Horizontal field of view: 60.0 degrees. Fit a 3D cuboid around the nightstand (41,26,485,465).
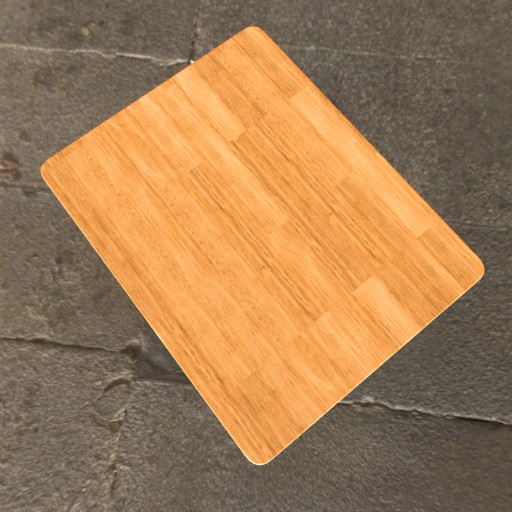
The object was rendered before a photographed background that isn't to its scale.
[{"bbox_3d":[0.000,0.000,0.902,0.440,0.470,0.560,-38,78,-9],"label":"nightstand"}]
